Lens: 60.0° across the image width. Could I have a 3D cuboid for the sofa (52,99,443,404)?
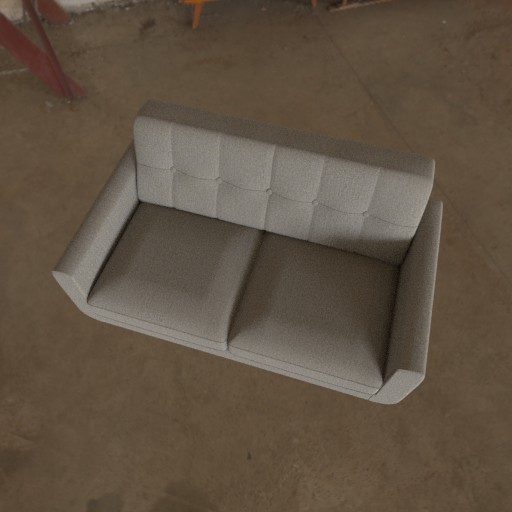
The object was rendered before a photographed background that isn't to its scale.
[{"bbox_3d":[0.000,0.000,2.206,1.651,0.925,0.952,14,60,9],"label":"sofa"}]
